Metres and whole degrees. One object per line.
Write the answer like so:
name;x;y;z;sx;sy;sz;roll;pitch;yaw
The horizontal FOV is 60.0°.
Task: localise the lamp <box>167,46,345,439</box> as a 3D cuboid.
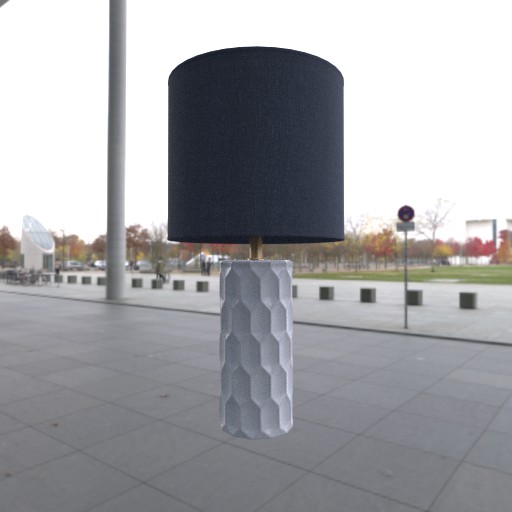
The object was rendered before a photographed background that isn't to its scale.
lamp;0.000;0.000;0.704;0.277;0.537;0.277;0;-1;-37
